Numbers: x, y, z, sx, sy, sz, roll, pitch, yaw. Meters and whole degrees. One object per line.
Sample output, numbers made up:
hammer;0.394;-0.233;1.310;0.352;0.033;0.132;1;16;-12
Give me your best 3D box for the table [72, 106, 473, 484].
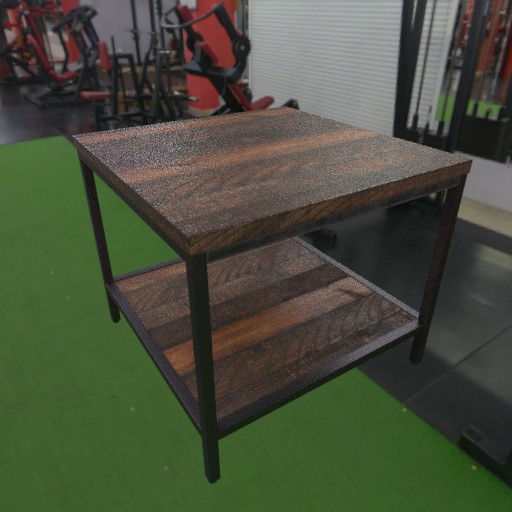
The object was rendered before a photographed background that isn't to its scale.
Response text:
table;0.000;0.000;0.966;0.548;0.482;0.553;-18;34;-28
